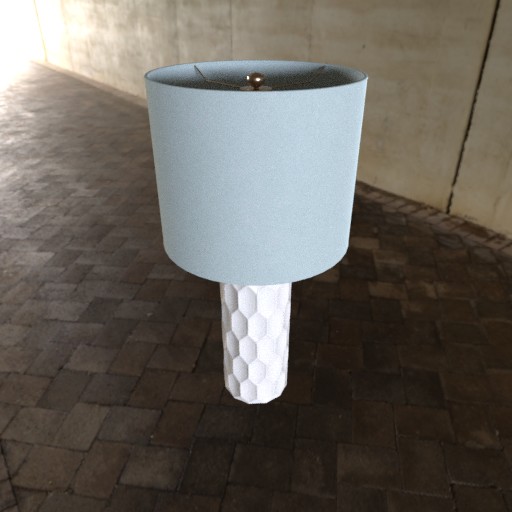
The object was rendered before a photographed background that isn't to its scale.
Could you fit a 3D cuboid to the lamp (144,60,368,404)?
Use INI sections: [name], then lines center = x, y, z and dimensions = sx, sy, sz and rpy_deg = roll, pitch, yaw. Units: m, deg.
[lamp]
center = 0.000, 0.000, 0.692
dimensions = 0.277, 0.534, 0.277
rpy_deg = -2, 30, -3
